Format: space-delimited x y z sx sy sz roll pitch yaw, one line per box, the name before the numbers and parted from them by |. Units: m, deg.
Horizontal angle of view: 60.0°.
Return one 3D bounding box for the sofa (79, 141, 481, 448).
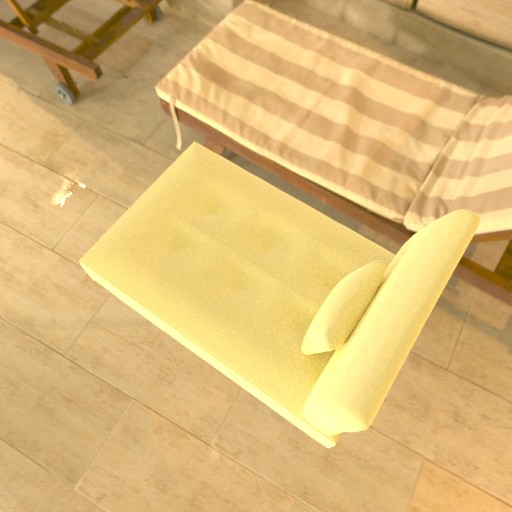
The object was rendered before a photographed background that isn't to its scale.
sofa | 0.000 0.000 2.013 1.450 0.820 0.930 32 68 15
